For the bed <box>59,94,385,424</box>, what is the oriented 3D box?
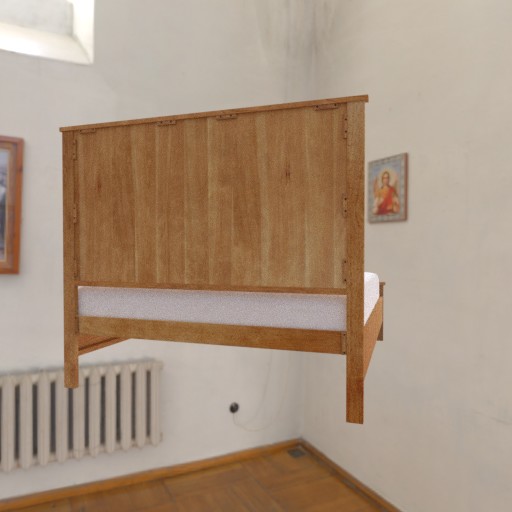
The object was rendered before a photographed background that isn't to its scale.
[{"bbox_3d":[0.000,0.000,4.147,2.225,1.938,2.530,0,1,19],"label":"bed"}]
